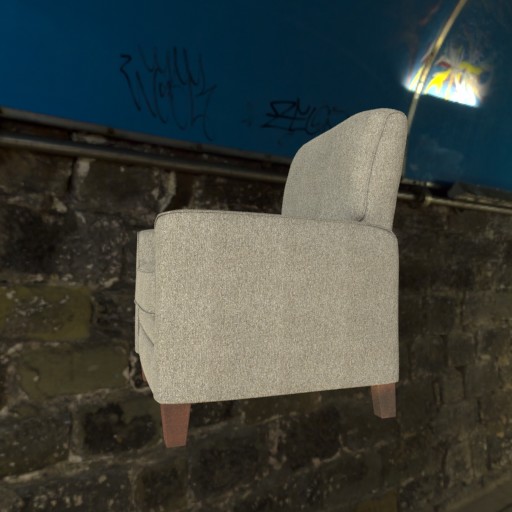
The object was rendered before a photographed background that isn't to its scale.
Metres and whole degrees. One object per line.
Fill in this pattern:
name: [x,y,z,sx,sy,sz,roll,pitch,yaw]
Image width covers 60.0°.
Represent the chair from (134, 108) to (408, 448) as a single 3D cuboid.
chair: [0.000,0.000,1.653,0.858,1.028,0.841,0,-1,-19]
